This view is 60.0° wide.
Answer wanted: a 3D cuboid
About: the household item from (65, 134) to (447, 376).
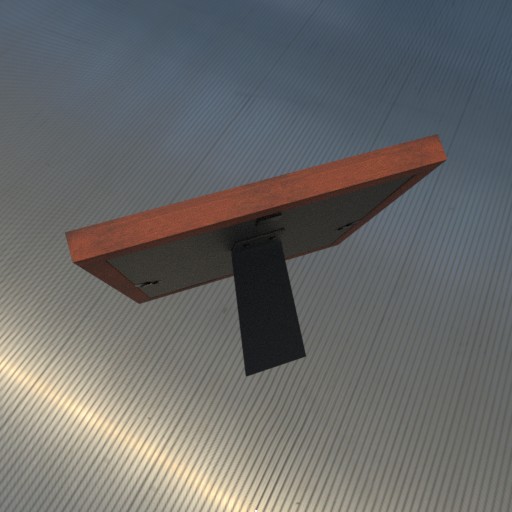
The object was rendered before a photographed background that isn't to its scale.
[{"bbox_3d":[0.000,0.000,0.382,0.240,0.240,0.131,-16,61,-9],"label":"household item"}]
